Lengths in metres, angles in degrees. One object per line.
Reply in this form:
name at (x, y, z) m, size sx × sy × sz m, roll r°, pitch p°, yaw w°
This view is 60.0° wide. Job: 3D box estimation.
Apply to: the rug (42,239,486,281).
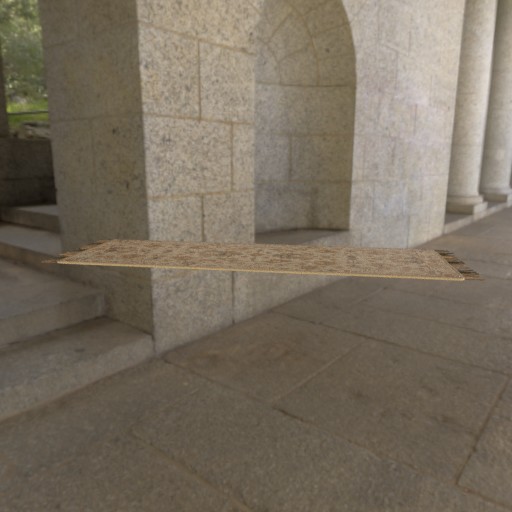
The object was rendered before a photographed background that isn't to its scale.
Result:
rug at (0.000, 0.000, 2.735) m, size 2.438 × 0.021 × 0.729 m, roll 2°, pitch 13°, yaw 9°
